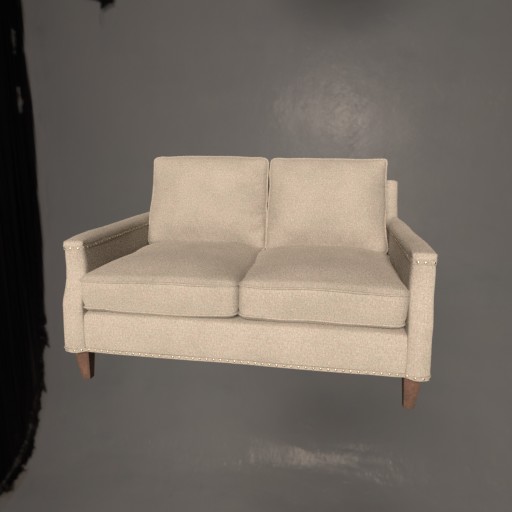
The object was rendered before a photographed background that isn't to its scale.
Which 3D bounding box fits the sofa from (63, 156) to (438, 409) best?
[{"bbox_3d":[0.000,0.000,2.297,1.597,1.003,1.084,2,14,10],"label":"sofa"}]
